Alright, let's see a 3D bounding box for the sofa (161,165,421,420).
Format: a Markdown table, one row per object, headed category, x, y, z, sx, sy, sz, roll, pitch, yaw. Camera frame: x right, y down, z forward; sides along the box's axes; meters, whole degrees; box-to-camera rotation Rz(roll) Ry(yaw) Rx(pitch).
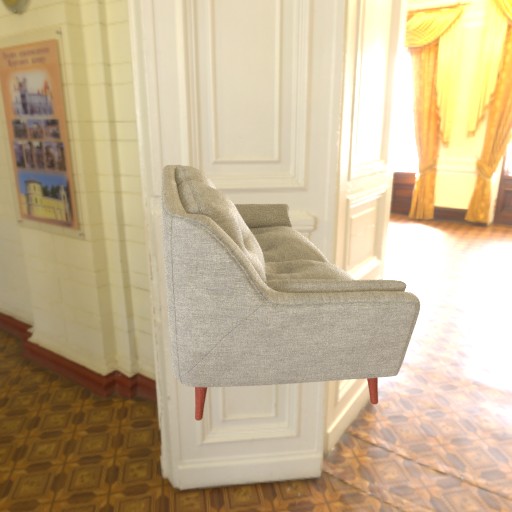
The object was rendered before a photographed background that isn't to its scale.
| category | x | y | z | sx | sy | sz | roll | pitch | yaw |
| --- | --- | --- | --- | --- | --- | --- | --- | --- | --- |
| sofa | 0.000 | 0.000 | 2.453 | 0.976 | 0.897 | 1.930 | -3 | 17 | -11 |
